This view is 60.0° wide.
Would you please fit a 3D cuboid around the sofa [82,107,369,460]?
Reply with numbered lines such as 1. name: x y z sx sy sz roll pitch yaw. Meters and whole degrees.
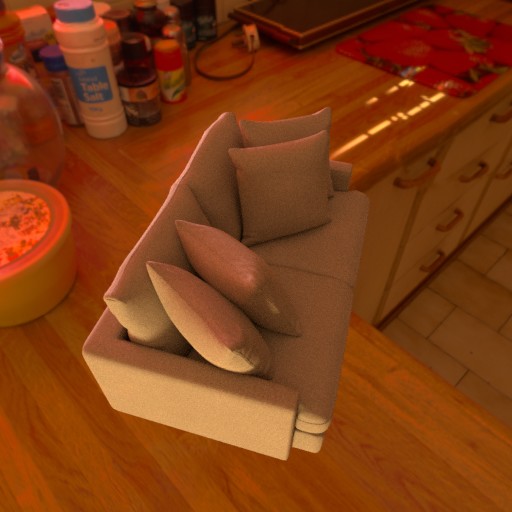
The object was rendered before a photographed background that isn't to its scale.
1. sofa: 0.000 0.000 2.659 1.228 1.080 1.869 12 49 11
